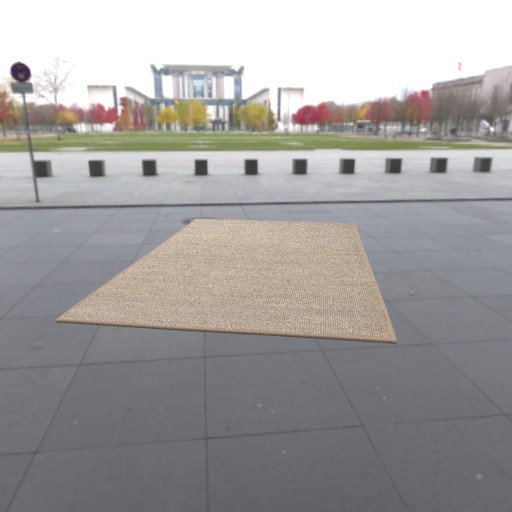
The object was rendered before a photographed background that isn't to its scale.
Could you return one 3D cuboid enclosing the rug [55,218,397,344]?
[{"bbox_3d":[0.000,0.000,2.127,1.061,0.012,1.668,2,16,8],"label":"rug"}]
